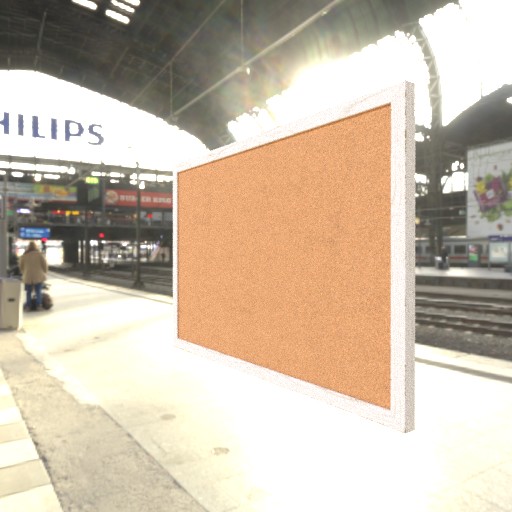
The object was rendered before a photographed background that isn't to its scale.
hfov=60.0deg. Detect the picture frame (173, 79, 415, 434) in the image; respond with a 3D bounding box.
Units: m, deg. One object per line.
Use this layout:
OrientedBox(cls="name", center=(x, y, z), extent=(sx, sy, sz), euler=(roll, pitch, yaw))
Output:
OrientedBox(cls="picture frame", center=(0.000, 0.000, 1.191), extent=(0.029, 0.640, 0.950), euler=(0, 0, -36))
